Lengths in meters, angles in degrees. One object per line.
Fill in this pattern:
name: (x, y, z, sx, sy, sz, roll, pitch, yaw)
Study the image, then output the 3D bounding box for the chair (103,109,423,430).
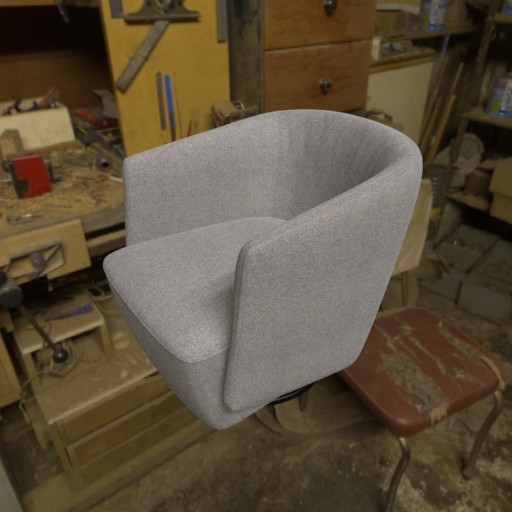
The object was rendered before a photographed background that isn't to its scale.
chair: (0.000, 0.000, 1.613, 0.986, 0.861, 0.822, -21, 37, -30)
